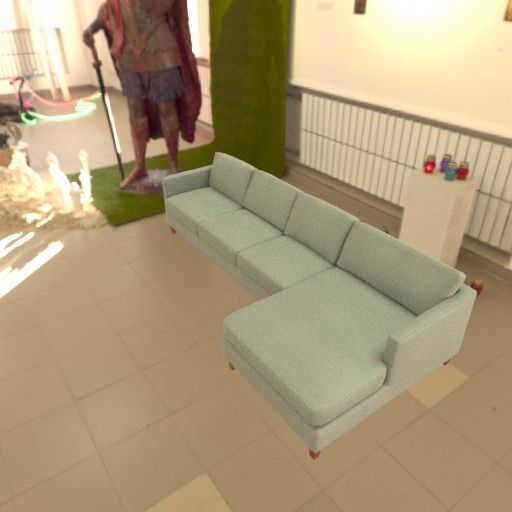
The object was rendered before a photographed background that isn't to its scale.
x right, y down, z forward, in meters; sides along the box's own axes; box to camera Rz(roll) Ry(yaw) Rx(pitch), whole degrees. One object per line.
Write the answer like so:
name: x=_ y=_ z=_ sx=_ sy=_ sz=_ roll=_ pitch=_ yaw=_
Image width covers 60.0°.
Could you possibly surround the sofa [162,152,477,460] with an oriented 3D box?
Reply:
sofa: x=0.000 y=0.000 z=4.182 sx=1.604 sy=0.950 sz=3.471 roll=-21 pitch=37 yaw=-30
